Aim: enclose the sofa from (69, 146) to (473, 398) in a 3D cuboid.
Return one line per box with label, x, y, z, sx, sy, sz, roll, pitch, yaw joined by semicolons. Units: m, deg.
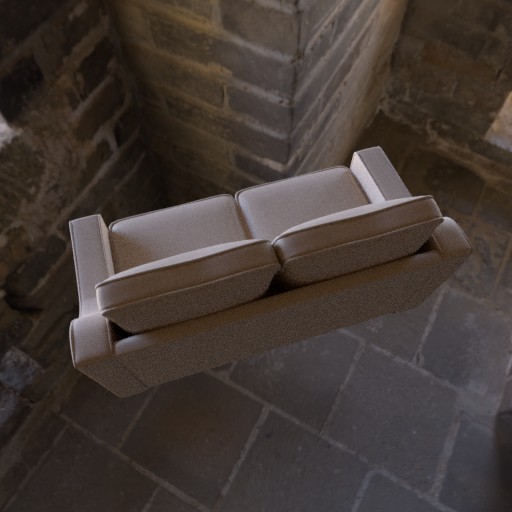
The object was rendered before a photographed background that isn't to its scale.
sofa;0.000;0.000;3.432;2.587;1.562;1.351;-15;60;-9
